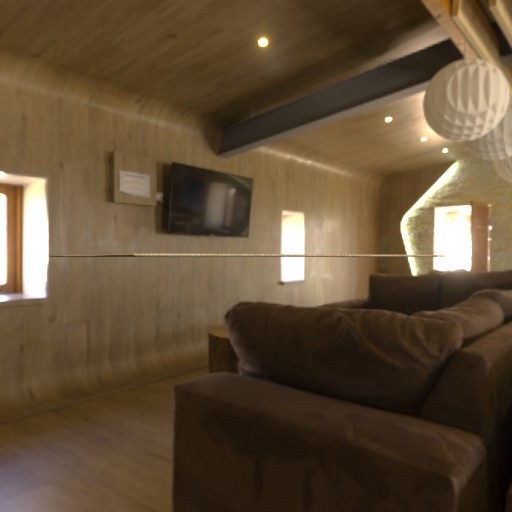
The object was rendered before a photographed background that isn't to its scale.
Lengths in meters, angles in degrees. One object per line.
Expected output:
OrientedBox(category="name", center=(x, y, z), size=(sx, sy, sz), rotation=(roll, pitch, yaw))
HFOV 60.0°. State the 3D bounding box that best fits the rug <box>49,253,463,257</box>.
OrientedBox(category="rug", center=(0.000, 0.000, 5.141), size=(3.935, 0.025, 2.782), rotation=(0, 0, -35))
